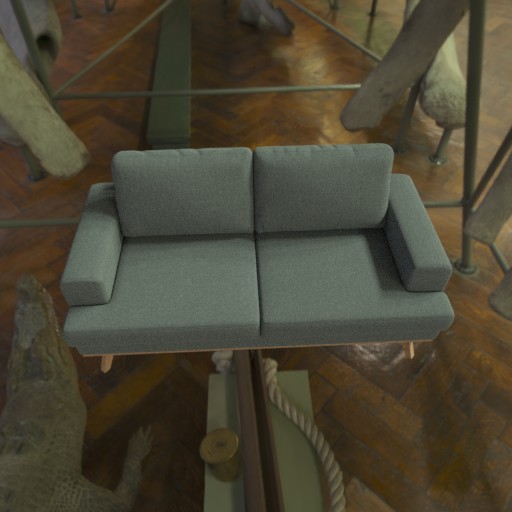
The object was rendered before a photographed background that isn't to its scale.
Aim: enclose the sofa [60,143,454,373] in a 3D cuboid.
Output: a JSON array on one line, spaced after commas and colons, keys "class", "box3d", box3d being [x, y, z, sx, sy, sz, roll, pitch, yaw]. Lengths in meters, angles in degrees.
[{"class": "sofa", "box3d": [0.000, 0.000, 2.075, 1.650, 0.810, 0.785, -2, 48, -2]}]
